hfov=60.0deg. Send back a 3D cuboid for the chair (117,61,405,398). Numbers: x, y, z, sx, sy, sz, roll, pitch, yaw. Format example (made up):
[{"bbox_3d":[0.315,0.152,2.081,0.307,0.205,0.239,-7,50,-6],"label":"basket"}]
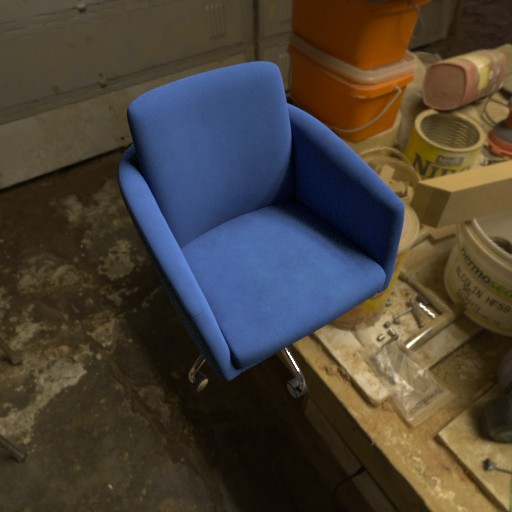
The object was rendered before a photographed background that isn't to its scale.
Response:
[{"bbox_3d":[0.000,0.000,1.345,0.641,0.908,0.635,-25,53,-21],"label":"chair"}]
